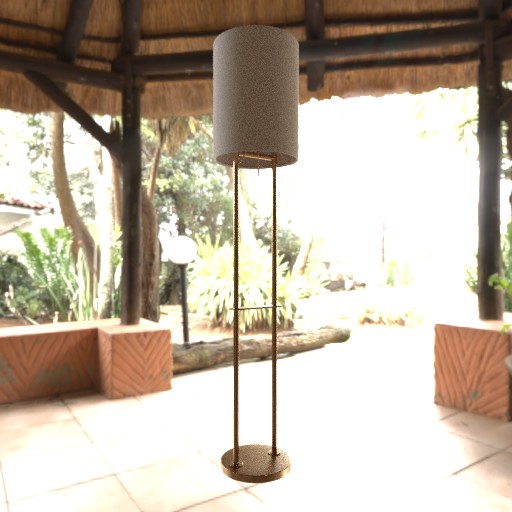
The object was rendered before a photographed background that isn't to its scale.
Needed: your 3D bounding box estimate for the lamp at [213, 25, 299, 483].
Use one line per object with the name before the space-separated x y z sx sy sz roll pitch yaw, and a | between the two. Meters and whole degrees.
lamp | 0.000 0.000 1.588 0.306 1.500 0.305 0 0 -35
